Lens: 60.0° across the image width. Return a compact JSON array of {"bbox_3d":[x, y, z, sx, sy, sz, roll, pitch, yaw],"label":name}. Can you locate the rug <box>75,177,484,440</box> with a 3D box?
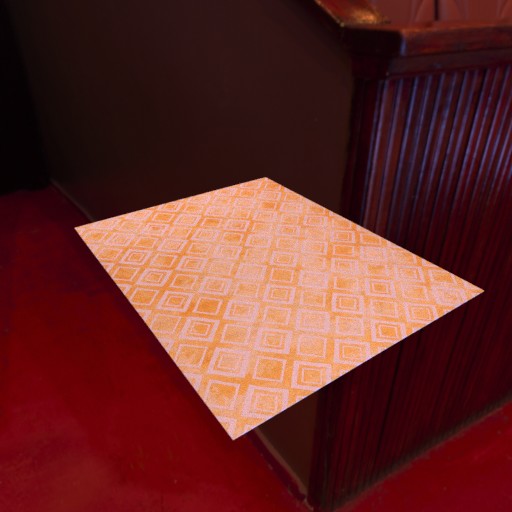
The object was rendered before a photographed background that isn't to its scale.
[{"bbox_3d":[0.000,0.000,4.093,2.433,0.011,3.037,-20,37,-29],"label":"rug"}]
